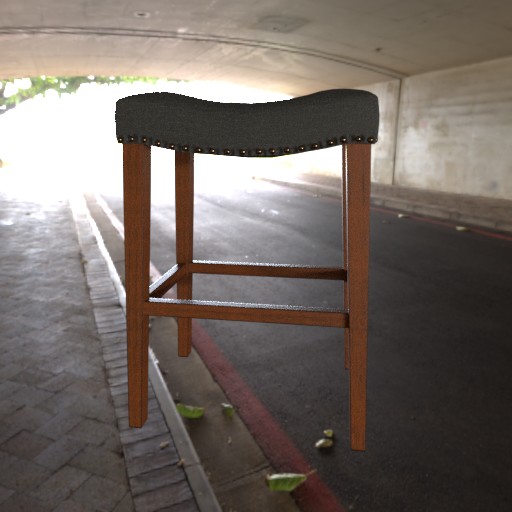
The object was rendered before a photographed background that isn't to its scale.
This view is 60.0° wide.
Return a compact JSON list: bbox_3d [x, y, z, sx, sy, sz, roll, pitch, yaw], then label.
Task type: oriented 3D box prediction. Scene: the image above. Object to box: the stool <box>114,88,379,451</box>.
[{"bbox_3d":[0.000,0.000,0.886,0.439,0.612,0.320,2,15,9],"label":"stool"}]
